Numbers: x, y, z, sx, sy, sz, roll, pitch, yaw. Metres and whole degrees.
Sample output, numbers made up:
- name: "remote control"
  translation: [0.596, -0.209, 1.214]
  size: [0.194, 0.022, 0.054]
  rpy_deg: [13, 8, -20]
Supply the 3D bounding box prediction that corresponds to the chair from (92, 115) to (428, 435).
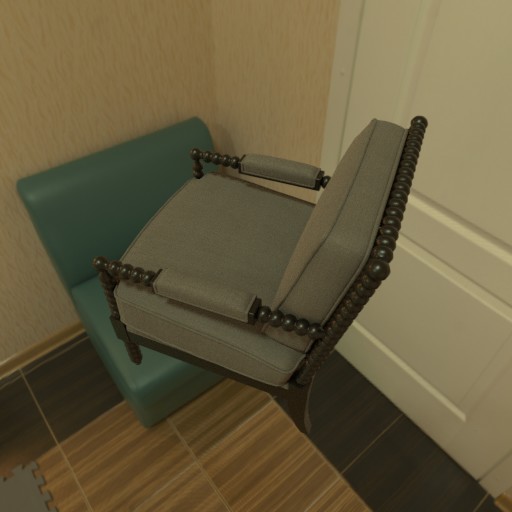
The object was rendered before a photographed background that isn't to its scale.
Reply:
- name: "chair"
  translation: [0.000, 0.000, 1.122]
  size: [0.622, 0.661, 0.540]
  rpy_deg: [16, 49, 15]
